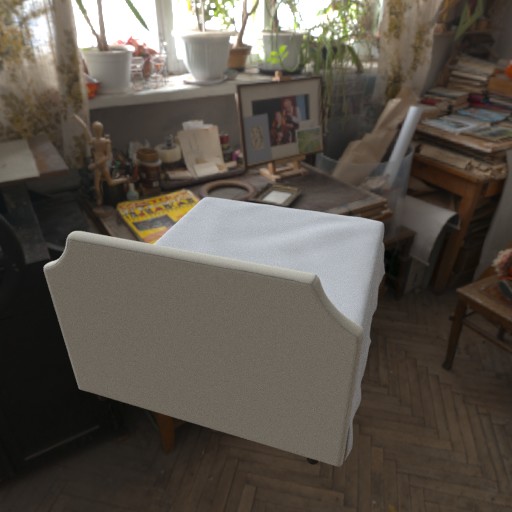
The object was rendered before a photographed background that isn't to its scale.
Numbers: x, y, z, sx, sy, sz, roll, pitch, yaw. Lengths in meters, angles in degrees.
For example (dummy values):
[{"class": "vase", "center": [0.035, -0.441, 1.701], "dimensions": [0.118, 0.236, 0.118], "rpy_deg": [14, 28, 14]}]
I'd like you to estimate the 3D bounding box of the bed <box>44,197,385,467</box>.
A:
[{"class": "bed", "center": [0.000, 0.000, 4.137], "dimensions": [2.350, 1.590, 2.773], "rpy_deg": [10, 33, 16]}]
